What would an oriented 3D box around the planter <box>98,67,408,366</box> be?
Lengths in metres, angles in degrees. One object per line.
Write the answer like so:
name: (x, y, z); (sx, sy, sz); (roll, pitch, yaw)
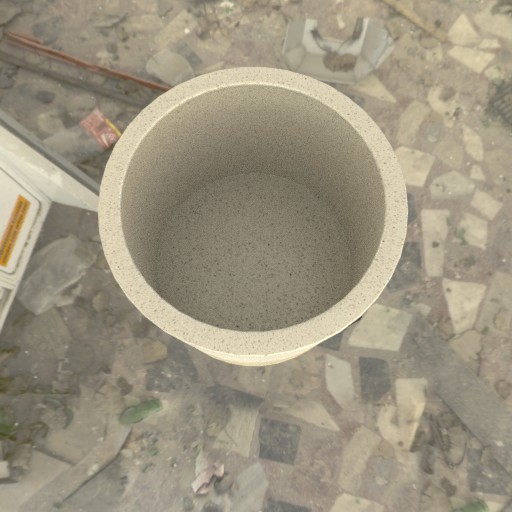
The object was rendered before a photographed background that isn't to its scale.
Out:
planter: (0.000, 0.000, 0.738); (0.368, 0.484, 0.359); (40, 78, 10)
